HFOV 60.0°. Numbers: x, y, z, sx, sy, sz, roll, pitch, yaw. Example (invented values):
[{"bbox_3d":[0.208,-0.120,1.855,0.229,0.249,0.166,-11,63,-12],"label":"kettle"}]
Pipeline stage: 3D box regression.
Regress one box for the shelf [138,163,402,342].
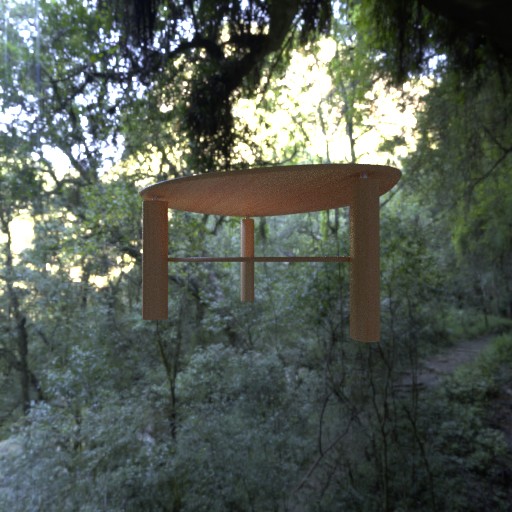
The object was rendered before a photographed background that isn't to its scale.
[{"bbox_3d":[0.000,0.000,1.646,0.845,0.440,1.246,0,-1,-17],"label":"shelf"}]
